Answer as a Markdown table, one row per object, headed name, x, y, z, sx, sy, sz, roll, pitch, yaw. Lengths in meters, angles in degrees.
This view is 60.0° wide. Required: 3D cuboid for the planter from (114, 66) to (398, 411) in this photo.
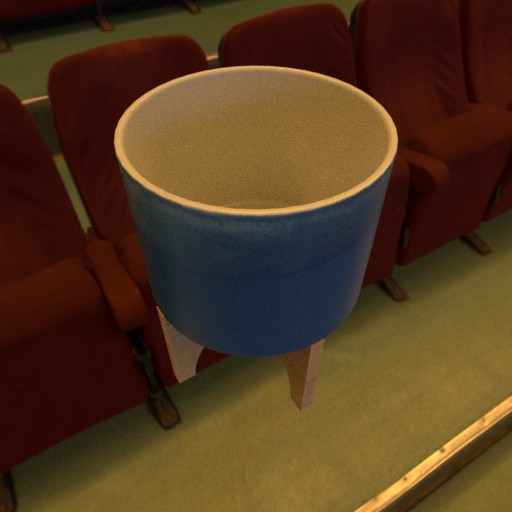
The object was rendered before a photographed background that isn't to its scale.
| name | x | y | z | sx | sy | sz | roll | pitch | yaw |
| --- | --- | --- | --- | --- | --- | --- | --- | --- | --- |
| planter | 0.000 | 0.000 | 0.401 | 0.192 | 0.263 | 0.192 | 0 | 46 | 0 |
